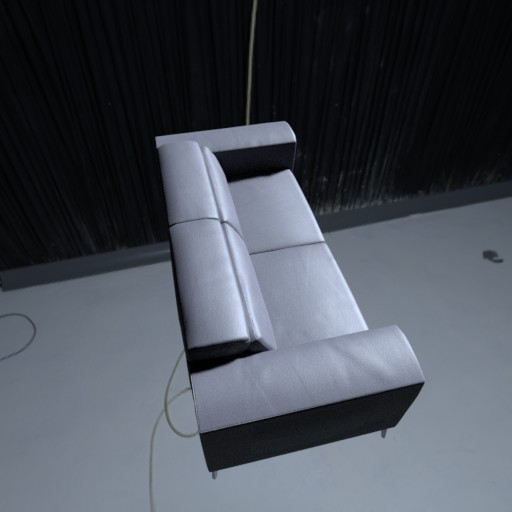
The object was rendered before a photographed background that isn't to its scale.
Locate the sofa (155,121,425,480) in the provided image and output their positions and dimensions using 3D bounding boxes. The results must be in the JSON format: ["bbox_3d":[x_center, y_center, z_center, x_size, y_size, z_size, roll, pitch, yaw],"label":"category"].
[{"bbox_3d":[0.000,0.000,2.833,1.048,0.814,2.330,-10,47,-9],"label":"sofa"}]
